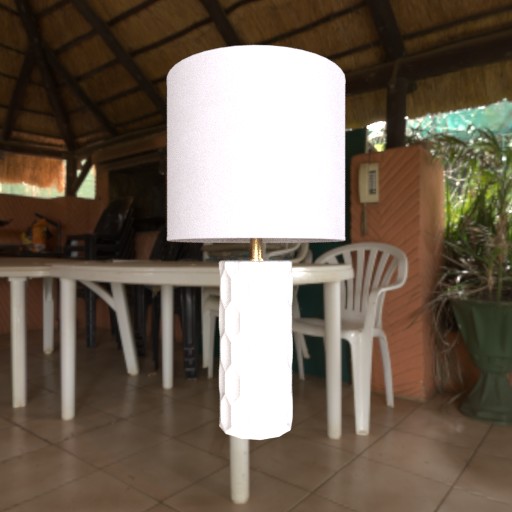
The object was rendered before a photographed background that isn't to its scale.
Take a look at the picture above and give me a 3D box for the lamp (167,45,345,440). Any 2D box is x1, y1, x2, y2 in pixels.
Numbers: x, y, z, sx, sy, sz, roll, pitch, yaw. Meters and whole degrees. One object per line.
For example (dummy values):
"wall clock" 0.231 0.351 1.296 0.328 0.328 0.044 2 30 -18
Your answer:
"lamp" 0.000 0.000 0.701 0.277 0.537 0.277 0 0 37
